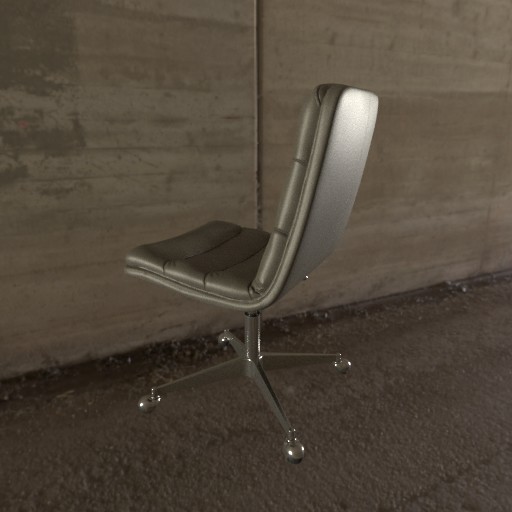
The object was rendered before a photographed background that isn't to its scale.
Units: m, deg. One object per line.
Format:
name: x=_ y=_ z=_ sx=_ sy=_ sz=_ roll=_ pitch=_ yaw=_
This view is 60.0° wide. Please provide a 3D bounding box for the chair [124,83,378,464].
chair: x=0.000 y=0.000 z=1.048 sx=0.485 sy=0.738 sz=0.422 roll=7 pitch=18 yaw=24
